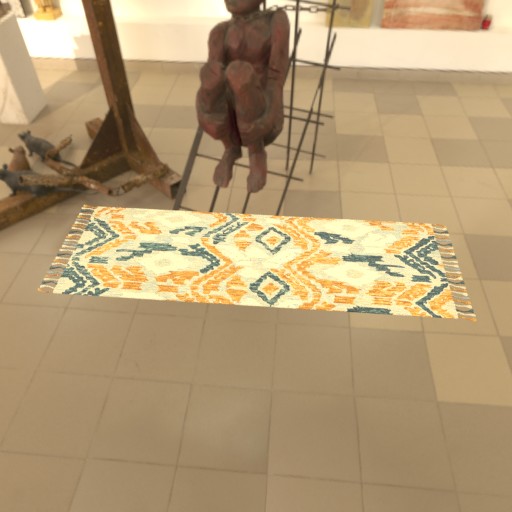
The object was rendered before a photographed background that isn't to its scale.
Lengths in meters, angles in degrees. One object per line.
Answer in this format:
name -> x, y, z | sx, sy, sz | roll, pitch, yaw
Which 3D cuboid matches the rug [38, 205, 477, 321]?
rug -> 0.000, 0.000, 2.705 | 2.437, 0.010, 0.783 | 3, 46, 3
